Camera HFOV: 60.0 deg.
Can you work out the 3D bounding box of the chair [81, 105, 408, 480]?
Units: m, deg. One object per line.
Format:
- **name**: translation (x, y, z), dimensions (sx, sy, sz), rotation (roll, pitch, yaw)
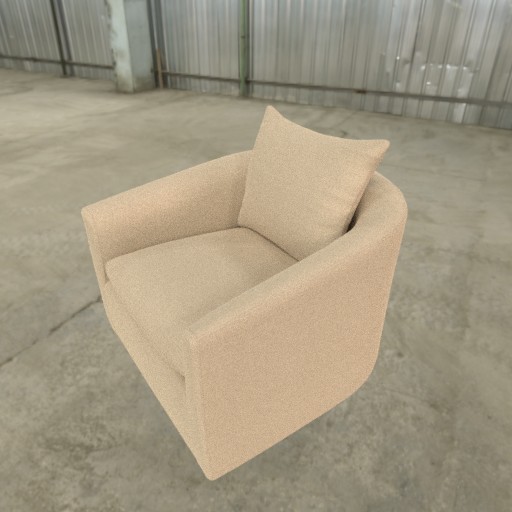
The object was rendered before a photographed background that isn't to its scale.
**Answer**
- **chair**: translation (0.000, 0.000, 1.531), dimensions (0.910, 0.848, 0.845), rotation (-20, 36, -29)
